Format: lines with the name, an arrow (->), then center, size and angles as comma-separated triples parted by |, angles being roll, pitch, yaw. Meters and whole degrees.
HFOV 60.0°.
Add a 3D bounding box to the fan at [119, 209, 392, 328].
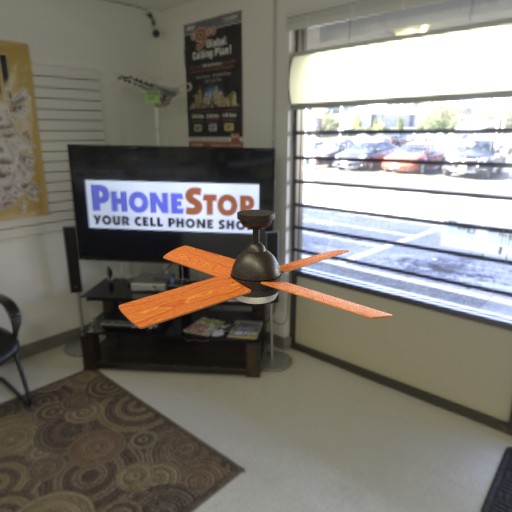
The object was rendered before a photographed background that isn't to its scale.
fan -> 0.000, 0.000, 2.039 | 1.332, 0.403, 1.332 | -15, 21, -43
